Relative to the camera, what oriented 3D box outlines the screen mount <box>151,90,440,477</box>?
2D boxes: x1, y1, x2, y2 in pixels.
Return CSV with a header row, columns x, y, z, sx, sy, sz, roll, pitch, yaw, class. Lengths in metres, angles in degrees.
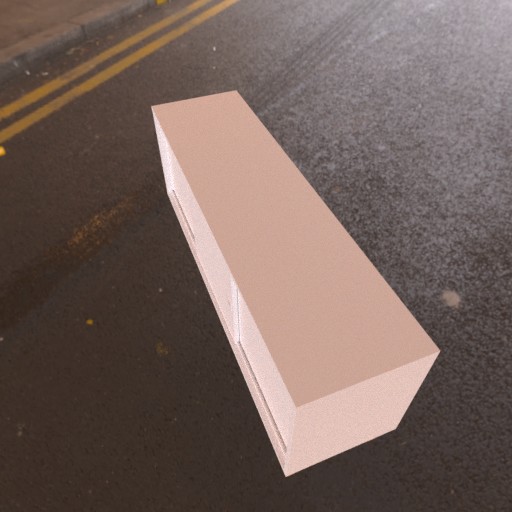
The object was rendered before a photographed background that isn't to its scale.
x,y,z,sx,sy,sz,roll,pitch,yaw,class
0.000,0.000,1.760,0.400,0.619,1.490,-16,49,-15,screen mount
